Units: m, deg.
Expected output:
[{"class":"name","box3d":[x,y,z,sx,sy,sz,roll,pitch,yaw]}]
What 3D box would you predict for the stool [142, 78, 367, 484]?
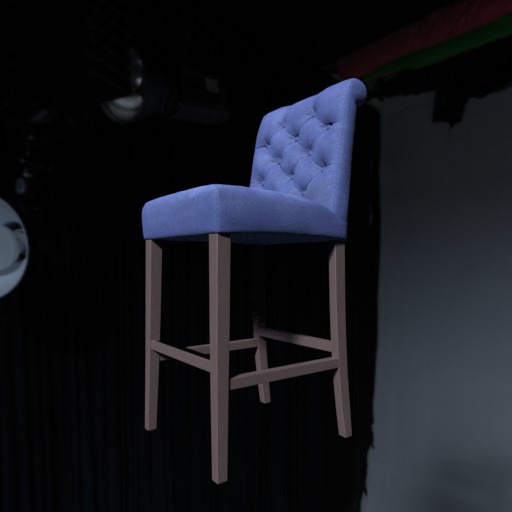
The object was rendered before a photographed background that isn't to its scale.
[{"class":"stool","box3d":[0.000,0.000,1.449,0.601,1.140,0.493,0,-1,-37]}]
